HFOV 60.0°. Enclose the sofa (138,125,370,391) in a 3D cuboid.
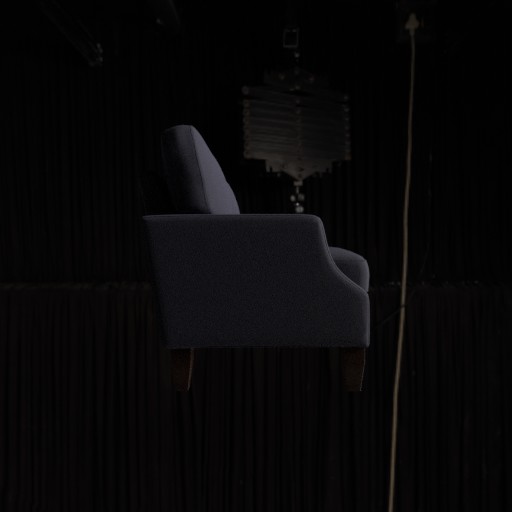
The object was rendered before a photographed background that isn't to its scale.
[{"bbox_3d":[0.000,0.000,2.622,0.888,0.984,2.115,0,0,0],"label":"sofa"}]
